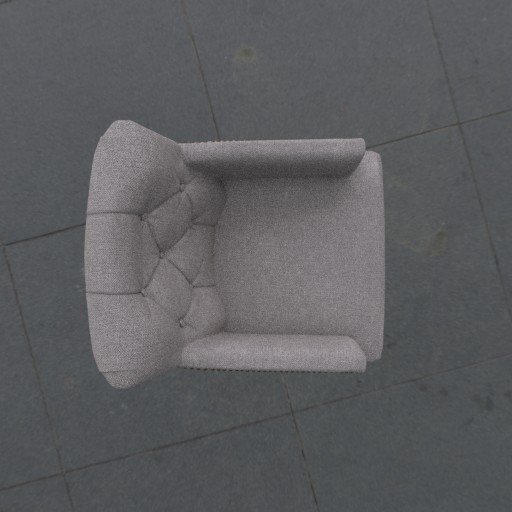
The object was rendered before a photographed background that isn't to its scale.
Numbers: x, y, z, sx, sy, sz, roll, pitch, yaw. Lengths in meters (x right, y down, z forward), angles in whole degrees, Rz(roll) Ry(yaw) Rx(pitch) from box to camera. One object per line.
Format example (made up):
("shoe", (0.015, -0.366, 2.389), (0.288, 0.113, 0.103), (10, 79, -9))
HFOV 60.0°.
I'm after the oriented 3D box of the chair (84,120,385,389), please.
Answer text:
("chair", (0.000, 0.000, 1.546), (0.902, 0.823, 0.737), (0, 89, 0))
